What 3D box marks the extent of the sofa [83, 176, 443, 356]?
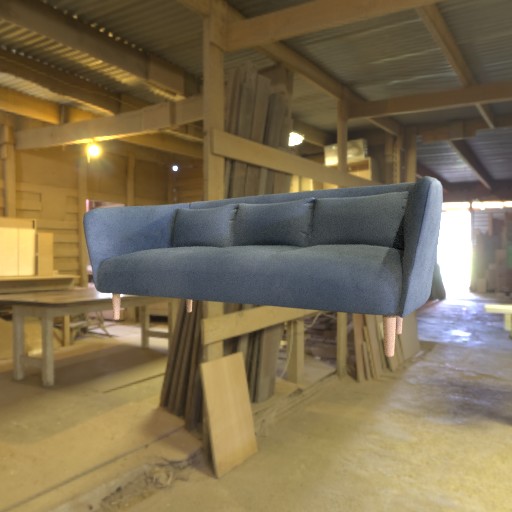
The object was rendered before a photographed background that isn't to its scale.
[{"bbox_3d":[0.000,0.000,2.509,2.095,0.795,0.849,0,0,35],"label":"sofa"}]
